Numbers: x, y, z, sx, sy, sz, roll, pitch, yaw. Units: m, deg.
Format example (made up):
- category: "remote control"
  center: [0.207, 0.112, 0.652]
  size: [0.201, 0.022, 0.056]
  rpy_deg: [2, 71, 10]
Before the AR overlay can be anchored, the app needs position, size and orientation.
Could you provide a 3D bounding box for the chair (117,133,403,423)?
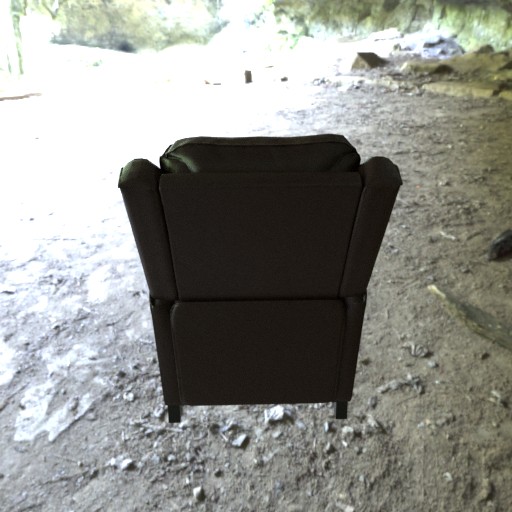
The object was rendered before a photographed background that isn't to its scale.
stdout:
- category: "chair"
  center: [0.000, 0.000, 1.784]
  size: [0.770, 1.132, 0.982]
  rpy_deg: [-1, 30, -1]
